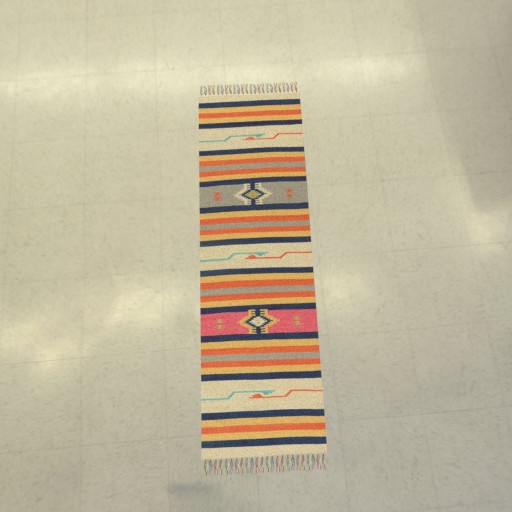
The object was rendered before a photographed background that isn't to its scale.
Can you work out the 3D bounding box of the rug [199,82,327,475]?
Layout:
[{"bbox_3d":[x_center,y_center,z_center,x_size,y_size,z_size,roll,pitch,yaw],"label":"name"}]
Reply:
[{"bbox_3d":[0.000,0.000,2.735,0.695,0.017,2.455,-2,75,-1],"label":"rug"}]
